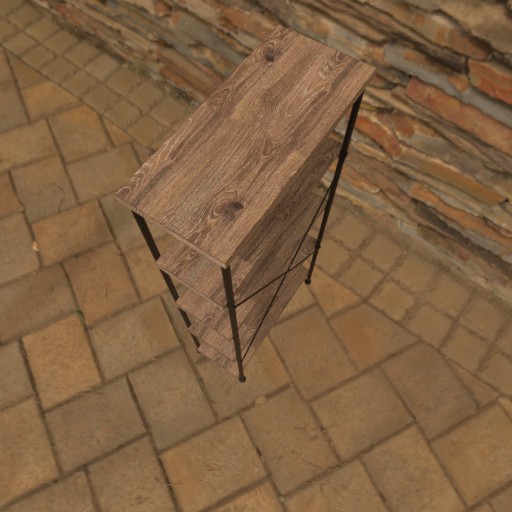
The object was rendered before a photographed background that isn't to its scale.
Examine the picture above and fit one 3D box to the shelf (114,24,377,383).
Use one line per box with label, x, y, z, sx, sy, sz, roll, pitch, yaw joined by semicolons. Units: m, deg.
shelf;0.000;0.000;2.028;0.360;1.700;0.800;31;68;14
